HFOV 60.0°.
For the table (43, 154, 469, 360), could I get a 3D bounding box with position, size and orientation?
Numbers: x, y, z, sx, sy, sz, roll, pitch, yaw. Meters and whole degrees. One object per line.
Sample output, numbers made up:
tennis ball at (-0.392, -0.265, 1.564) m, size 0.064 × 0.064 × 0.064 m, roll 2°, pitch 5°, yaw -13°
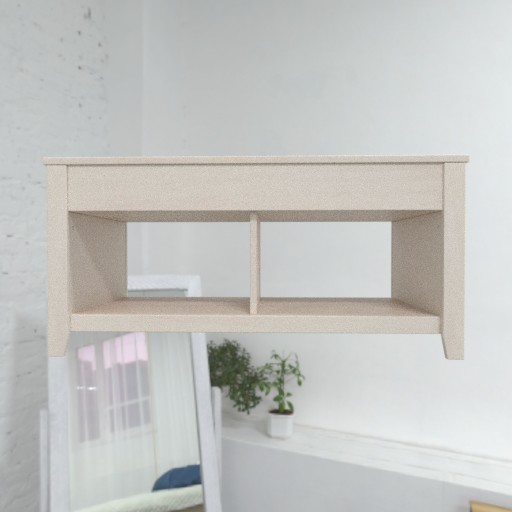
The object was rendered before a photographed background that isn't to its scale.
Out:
table at (0.000, 0.000, 1.286) m, size 1.016 × 0.483 × 0.457 m, roll 0°, pitch 1°, yaw 2°
